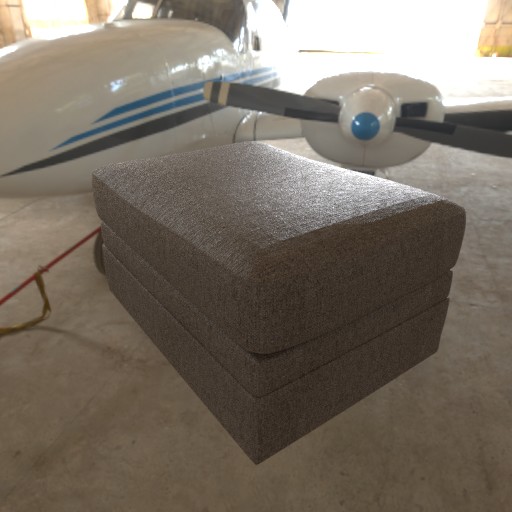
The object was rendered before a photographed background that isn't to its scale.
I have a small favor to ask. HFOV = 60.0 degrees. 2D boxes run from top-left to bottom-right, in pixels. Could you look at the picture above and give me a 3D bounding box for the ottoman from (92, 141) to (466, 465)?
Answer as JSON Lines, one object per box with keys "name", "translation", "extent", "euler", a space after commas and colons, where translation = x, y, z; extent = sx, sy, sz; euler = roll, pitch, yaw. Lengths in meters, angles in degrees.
{"name": "ottoman", "translation": [0.000, 0.000, 1.247], "extent": [0.637, 0.478, 0.885], "euler": [-18, 32, -32]}
